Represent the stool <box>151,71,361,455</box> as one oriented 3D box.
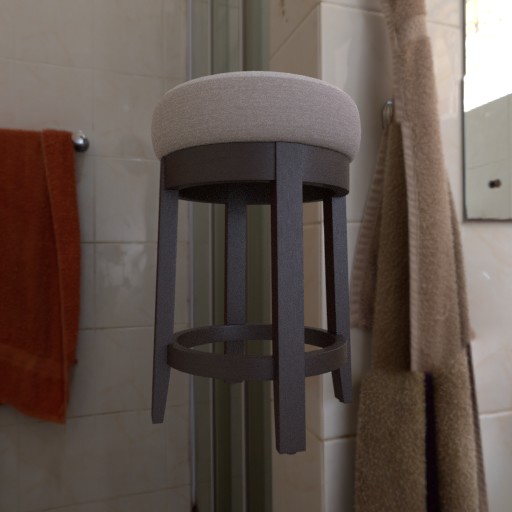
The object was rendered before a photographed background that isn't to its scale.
[{"bbox_3d":[0.000,0.000,0.962,0.443,0.672,0.443,0,0,0],"label":"stool"}]
